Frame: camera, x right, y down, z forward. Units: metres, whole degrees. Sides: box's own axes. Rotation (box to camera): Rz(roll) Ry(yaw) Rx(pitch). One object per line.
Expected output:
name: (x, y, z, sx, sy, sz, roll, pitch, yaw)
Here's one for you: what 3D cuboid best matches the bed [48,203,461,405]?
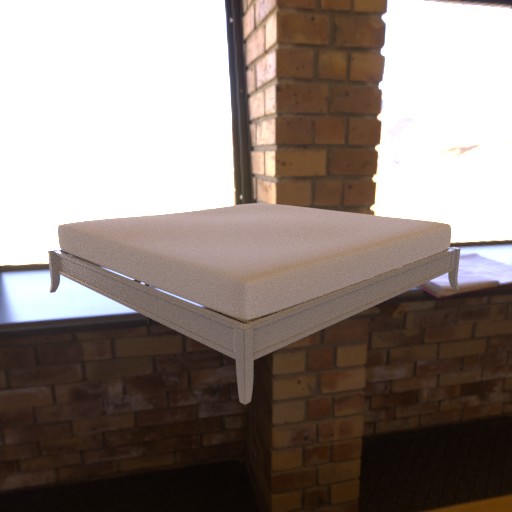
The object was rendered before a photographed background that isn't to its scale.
bed: (0.000, 0.000, 3.086, 2.108, 0.510, 2.007, -13, 18, -43)
